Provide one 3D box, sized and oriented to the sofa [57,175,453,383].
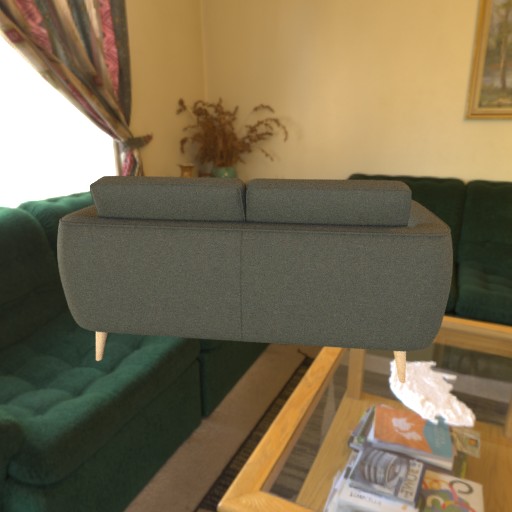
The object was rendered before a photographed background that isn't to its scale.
[{"bbox_3d":[0.000,0.000,2.238,1.700,0.850,0.920,2,17,7],"label":"sofa"}]
